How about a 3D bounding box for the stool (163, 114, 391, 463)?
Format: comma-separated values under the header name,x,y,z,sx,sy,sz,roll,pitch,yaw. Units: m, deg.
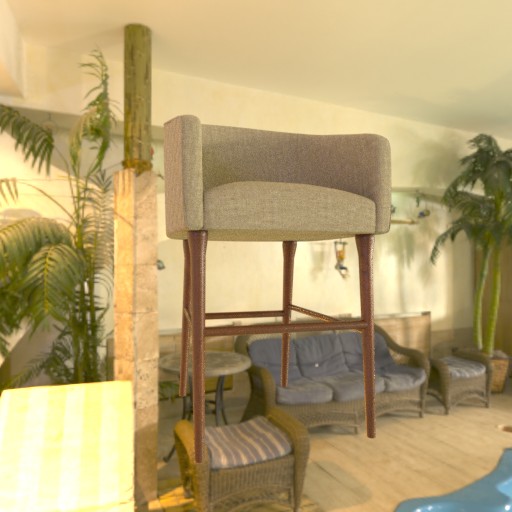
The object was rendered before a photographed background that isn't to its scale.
name,x,y,z,sx,sy,sz,roll,pitch,yaw
stool,0.000,0.000,1.359,0.559,0.952,0.635,0,-1,-18
